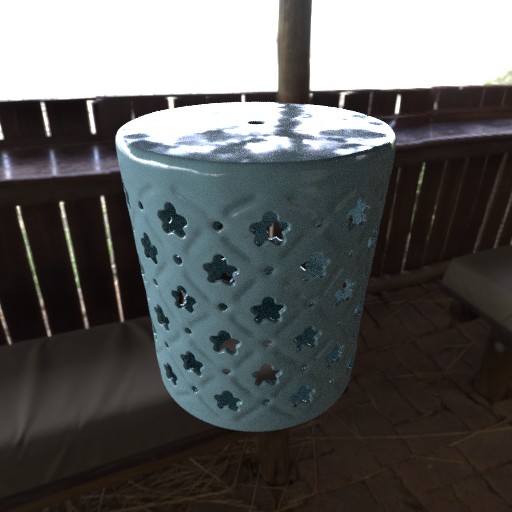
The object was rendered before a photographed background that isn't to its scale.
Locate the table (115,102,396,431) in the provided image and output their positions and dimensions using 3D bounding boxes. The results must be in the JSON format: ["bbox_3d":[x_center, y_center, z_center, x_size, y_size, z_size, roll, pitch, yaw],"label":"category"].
[{"bbox_3d":[0.000,0.000,0.657,0.352,0.387,0.352,0,28,0],"label":"table"}]
